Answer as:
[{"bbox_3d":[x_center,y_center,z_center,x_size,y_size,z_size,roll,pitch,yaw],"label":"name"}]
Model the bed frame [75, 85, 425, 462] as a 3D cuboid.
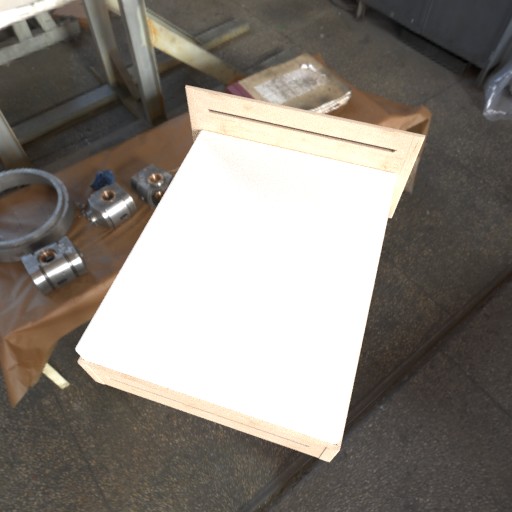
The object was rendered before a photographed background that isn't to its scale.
[{"bbox_3d":[0.000,0.000,3.069,1.800,0.900,2.080,15,58,10],"label":"bed frame"}]
